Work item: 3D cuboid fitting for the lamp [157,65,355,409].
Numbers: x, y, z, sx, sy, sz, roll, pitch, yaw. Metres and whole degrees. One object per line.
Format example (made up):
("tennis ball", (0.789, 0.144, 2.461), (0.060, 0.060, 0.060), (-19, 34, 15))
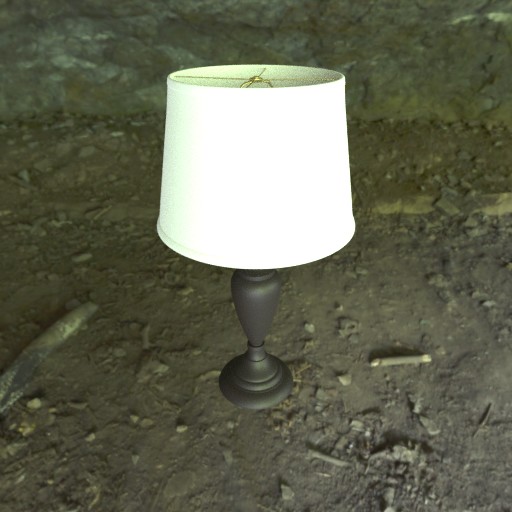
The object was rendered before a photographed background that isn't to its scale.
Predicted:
("lamp", (0.000, 0.000, 0.800), (0.335, 0.611, 0.335), (0, 29, 0))
